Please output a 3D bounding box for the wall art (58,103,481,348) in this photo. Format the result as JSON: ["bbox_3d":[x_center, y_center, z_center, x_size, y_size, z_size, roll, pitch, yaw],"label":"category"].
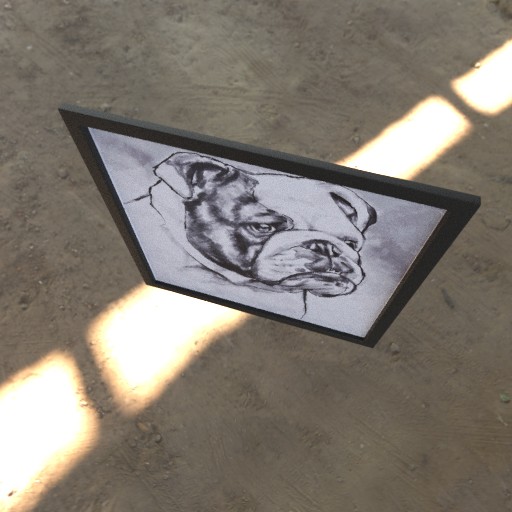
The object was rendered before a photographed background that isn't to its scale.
[{"bbox_3d":[0.000,0.000,0.957,0.663,0.659,0.016,15,62,8],"label":"wall art"}]
